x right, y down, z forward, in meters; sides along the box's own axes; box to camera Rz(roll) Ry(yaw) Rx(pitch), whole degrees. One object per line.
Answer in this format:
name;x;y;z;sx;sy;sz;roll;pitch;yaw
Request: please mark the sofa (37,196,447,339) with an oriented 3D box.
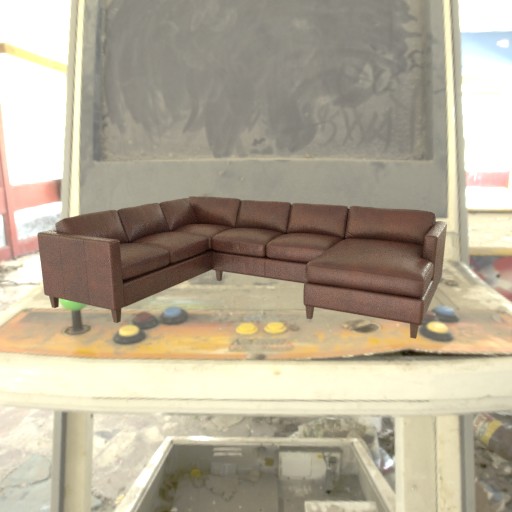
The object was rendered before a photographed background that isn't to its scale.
sofa;0.000;0.000;4.482;3.324;0.891;2.452;7;15;27
